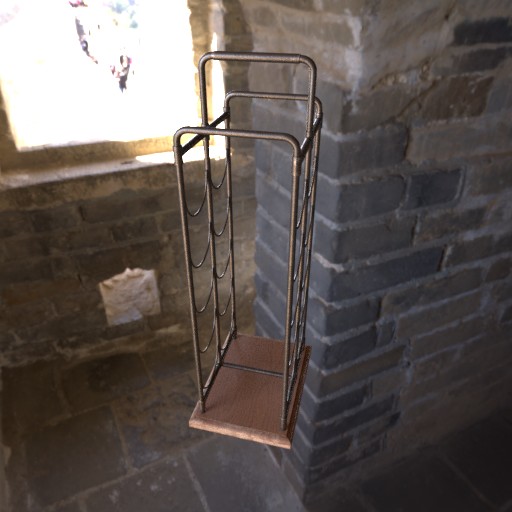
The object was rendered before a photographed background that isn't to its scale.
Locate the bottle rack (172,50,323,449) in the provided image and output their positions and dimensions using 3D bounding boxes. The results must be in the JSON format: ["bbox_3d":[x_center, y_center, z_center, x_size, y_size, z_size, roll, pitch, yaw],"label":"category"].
[{"bbox_3d":[0.000,0.000,0.807,0.208,0.680,0.276,8,33,12],"label":"bottle rack"}]
